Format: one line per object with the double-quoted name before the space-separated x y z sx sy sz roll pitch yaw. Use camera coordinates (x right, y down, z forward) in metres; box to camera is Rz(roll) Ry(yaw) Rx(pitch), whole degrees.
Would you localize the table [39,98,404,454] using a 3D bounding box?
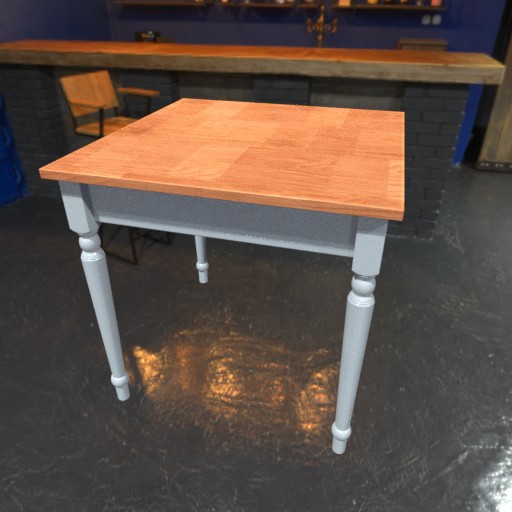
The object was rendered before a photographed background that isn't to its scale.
"table" 0.000 0.000 1.350 0.747 0.738 0.747 8 32 14
